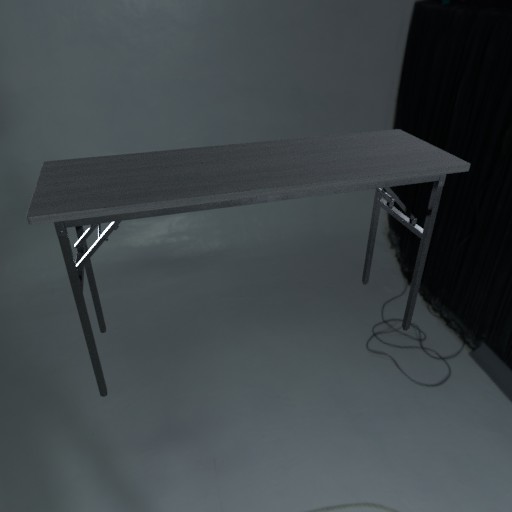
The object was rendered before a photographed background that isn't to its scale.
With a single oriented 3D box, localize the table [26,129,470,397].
[{"bbox_3d":[0.000,0.000,1.716,1.399,0.750,0.449,-9,33,-14],"label":"table"}]
